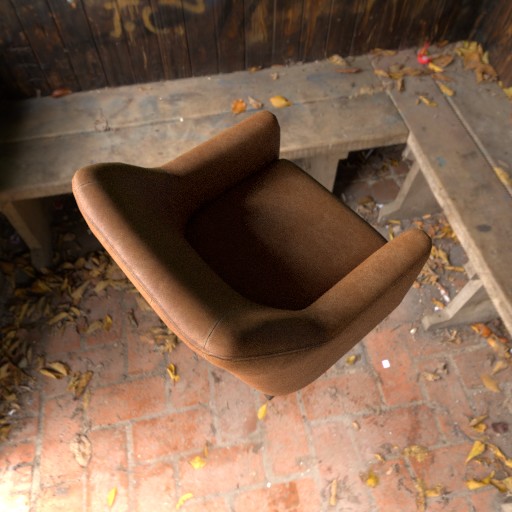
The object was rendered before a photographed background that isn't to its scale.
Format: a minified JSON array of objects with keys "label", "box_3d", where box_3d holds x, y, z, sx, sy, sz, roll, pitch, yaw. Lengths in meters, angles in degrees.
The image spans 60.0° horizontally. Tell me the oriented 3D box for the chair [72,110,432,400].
[{"label":"chair","box_3d":[0.000,0.000,1.882,1.034,0.980,1.037,-35,64,-20]}]
